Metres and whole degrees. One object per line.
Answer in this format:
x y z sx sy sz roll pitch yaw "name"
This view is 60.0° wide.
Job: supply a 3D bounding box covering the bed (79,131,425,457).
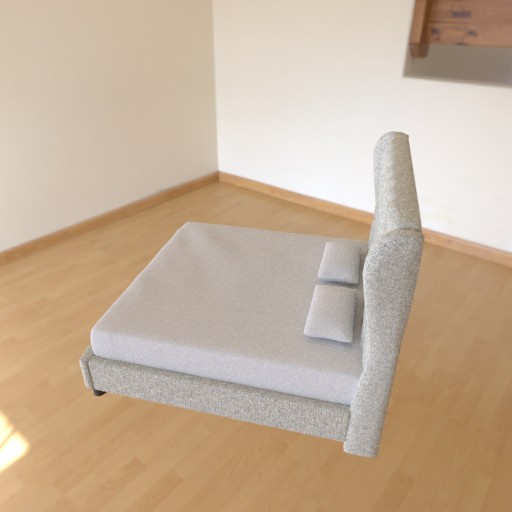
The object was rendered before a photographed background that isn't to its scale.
0.000 0.000 3.837 2.347 1.771 2.219 7 31 12 "bed"
